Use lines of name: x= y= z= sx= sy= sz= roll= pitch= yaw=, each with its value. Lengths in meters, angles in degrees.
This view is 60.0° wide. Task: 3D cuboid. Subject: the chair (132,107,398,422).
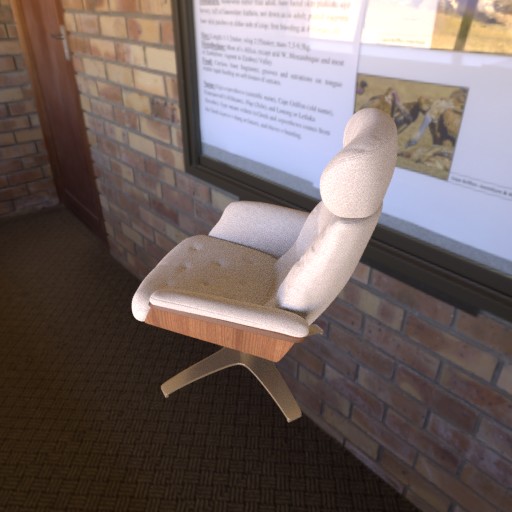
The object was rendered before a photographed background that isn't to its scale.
chair: x=0.000 y=0.000 z=1.569 sx=0.837 sy=0.995 sz=0.785 roll=8 pitch=32 yaw=14
